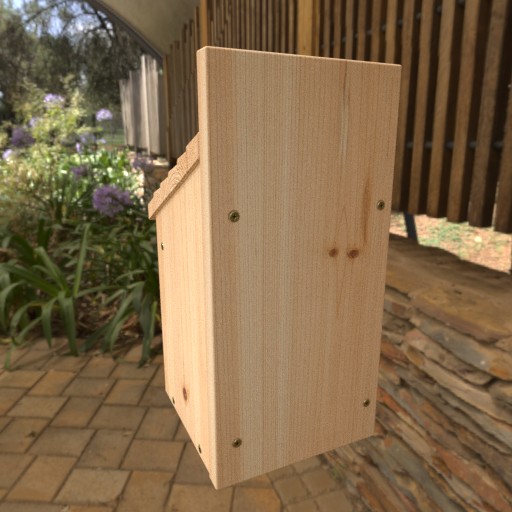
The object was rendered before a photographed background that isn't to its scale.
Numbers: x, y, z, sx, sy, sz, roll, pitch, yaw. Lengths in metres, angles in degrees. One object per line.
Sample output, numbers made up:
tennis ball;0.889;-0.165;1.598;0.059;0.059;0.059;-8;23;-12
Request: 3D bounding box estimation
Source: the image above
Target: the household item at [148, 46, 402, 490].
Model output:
household item;0.000;0.000;0.392;0.149;0.300;0.171;-7;16;-25
